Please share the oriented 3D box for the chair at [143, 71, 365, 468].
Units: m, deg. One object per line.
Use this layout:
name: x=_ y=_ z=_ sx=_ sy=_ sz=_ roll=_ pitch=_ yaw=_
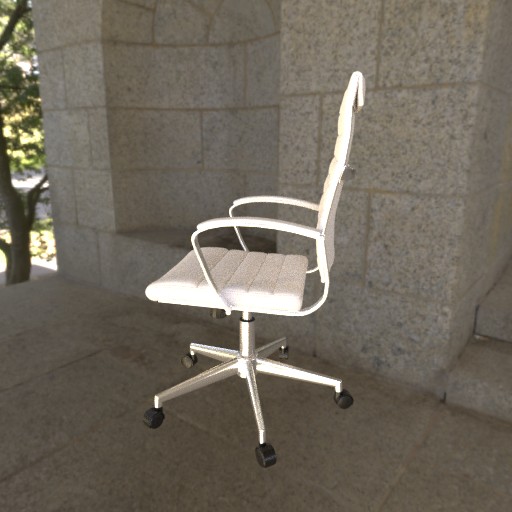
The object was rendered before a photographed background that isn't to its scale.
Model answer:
chair: x=0.000 y=0.000 z=1.574 sx=0.739 sy=1.149 sz=0.766 roll=2 pitch=15 yaw=8
